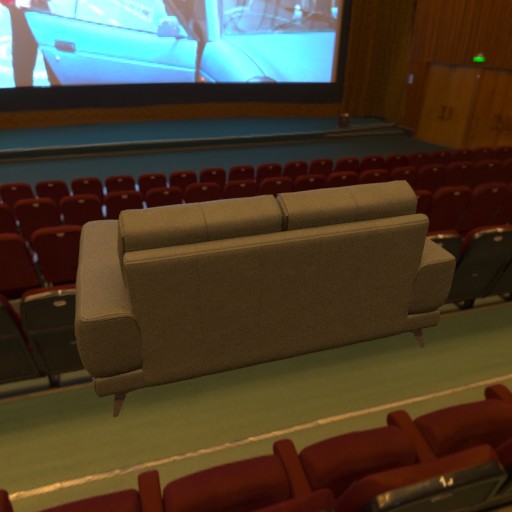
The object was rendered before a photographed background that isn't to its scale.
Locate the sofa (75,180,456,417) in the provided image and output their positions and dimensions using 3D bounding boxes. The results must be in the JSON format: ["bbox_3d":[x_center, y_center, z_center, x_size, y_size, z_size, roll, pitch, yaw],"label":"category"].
[{"bbox_3d":[0.000,0.000,2.384,1.806,0.907,1.018,-8,29,-15],"label":"sofa"}]
